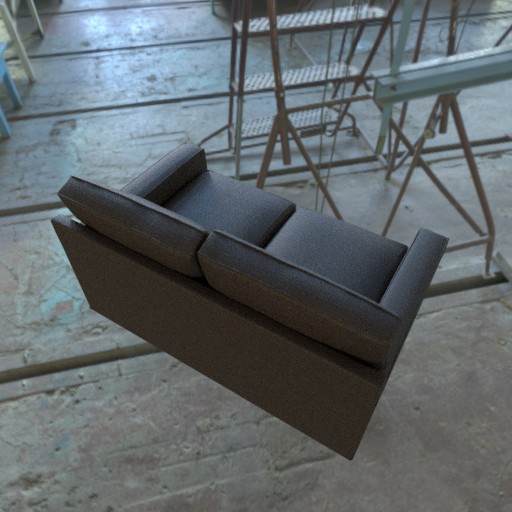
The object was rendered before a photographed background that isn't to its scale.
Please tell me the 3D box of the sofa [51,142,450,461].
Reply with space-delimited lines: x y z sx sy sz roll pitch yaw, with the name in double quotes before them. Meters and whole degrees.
"sofa" 0.000 0.000 2.128 1.534 0.887 0.974 24 52 21
